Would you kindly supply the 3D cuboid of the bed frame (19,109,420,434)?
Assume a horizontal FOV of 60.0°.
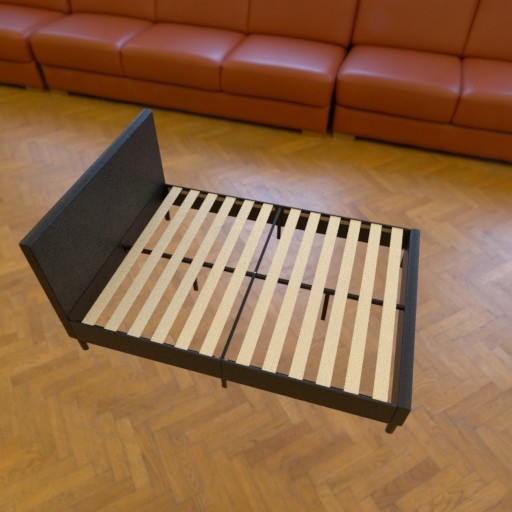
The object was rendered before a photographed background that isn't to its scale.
[{"bbox_3d":[0.000,0.000,2.950,2.152,1.046,1.469,12,48,11],"label":"bed frame"}]
